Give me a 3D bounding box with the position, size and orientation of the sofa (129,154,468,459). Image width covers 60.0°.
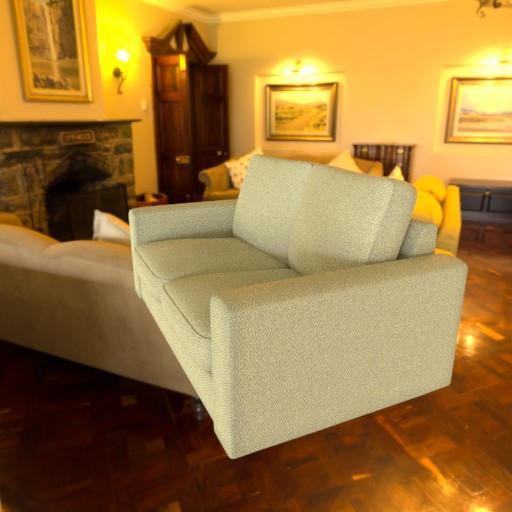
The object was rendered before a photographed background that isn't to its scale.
[{"bbox_3d":[0.000,0.000,2.185,1.016,0.873,1.616,-8,19,-24],"label":"sofa"}]
